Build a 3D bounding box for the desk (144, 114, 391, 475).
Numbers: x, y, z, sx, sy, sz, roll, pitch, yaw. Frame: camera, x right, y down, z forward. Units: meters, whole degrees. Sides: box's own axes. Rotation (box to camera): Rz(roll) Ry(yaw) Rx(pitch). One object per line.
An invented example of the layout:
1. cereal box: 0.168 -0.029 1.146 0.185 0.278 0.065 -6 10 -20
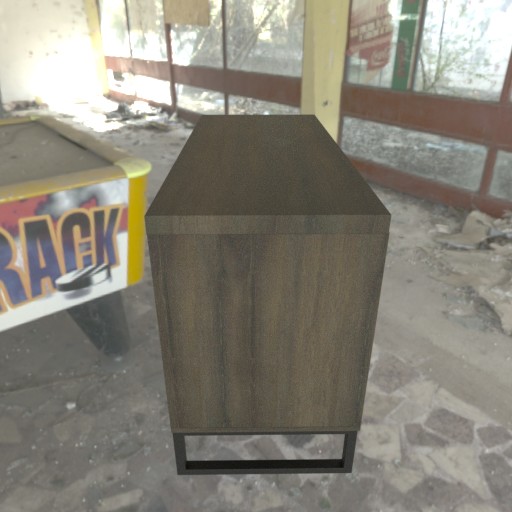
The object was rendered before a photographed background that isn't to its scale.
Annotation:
1. desk: 0.000 0.000 1.522 0.511 0.752 1.134 0 27 -1
